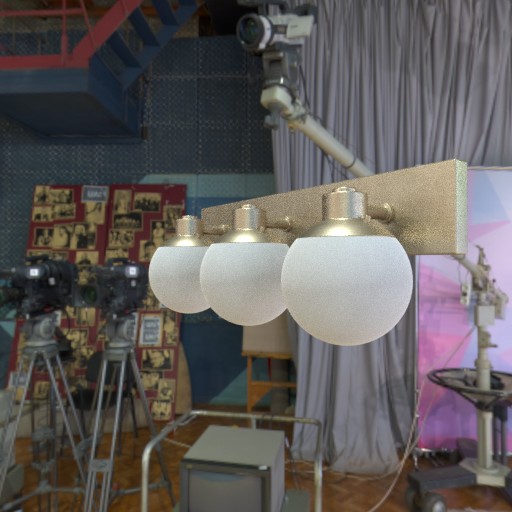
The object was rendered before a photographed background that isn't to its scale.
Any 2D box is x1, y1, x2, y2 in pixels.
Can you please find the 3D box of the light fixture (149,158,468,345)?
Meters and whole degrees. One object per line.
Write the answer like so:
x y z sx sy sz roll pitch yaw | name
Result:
0.000 0.000 0.854 0.218 0.263 0.721 1 -1 -36 | light fixture
